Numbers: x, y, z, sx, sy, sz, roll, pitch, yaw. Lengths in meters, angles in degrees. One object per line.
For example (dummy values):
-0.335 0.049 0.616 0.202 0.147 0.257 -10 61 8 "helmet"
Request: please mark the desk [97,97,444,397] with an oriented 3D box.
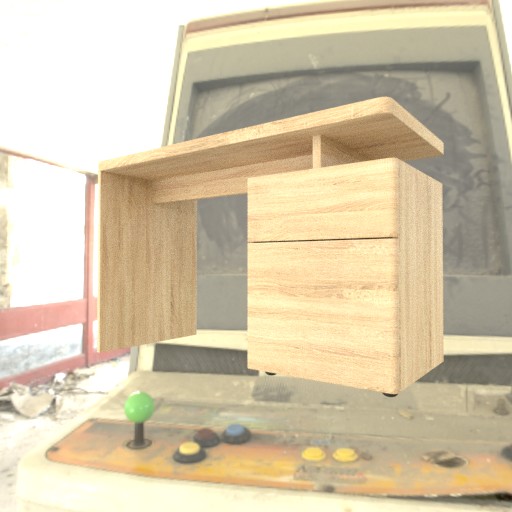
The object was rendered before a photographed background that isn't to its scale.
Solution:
0.000 0.000 1.641 1.200 0.760 0.550 -1 -1 36 "desk"
